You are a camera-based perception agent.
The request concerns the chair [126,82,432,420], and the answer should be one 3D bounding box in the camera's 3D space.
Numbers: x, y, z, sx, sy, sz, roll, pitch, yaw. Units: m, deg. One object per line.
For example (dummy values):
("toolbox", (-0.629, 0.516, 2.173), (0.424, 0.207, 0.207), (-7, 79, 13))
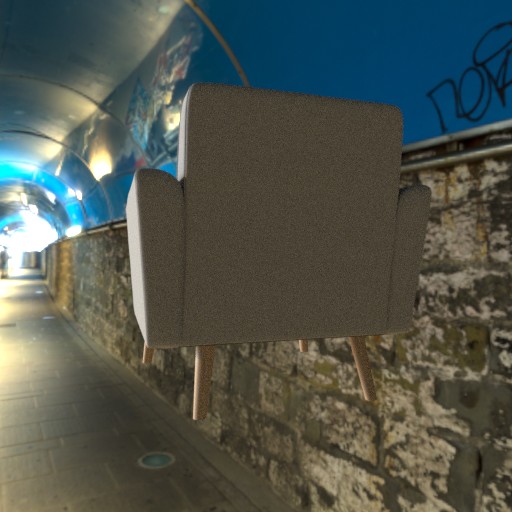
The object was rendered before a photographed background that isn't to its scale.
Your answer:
("chair", (0.000, 0.000, 1.405), (0.780, 0.780, 0.750), (0, 0, -18))
